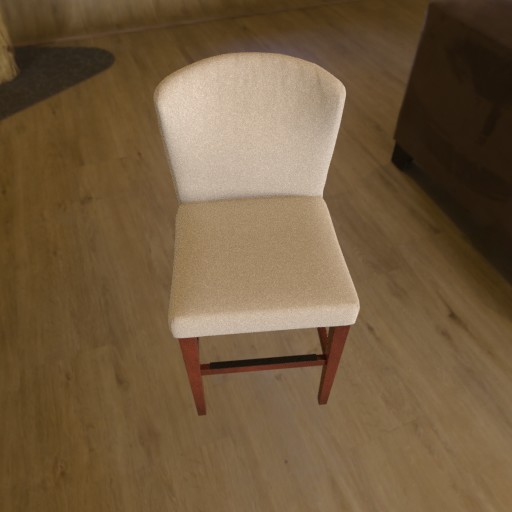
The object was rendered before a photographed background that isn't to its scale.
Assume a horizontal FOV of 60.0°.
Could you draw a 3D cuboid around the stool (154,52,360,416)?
[{"bbox_3d":[0.000,0.000,1.313,0.479,0.968,0.568,-4,47,-4],"label":"stool"}]
